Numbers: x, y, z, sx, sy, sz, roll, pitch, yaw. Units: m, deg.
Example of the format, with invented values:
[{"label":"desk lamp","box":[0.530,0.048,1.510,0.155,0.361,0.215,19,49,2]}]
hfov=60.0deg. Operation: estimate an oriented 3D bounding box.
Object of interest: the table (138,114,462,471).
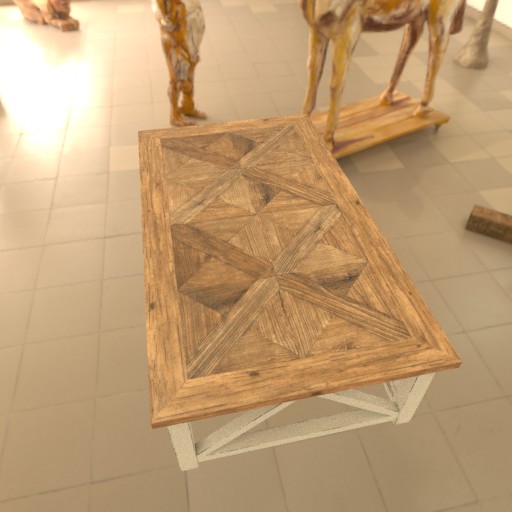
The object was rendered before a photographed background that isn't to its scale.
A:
[{"label":"table","box":[0.000,0.000,1.723,0.800,0.410,1.400,-8,45,-9]}]
